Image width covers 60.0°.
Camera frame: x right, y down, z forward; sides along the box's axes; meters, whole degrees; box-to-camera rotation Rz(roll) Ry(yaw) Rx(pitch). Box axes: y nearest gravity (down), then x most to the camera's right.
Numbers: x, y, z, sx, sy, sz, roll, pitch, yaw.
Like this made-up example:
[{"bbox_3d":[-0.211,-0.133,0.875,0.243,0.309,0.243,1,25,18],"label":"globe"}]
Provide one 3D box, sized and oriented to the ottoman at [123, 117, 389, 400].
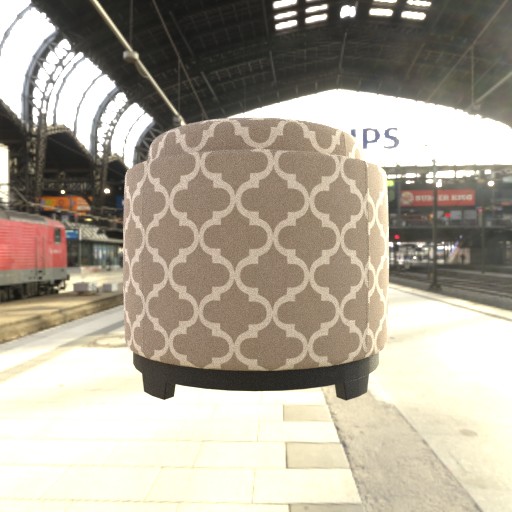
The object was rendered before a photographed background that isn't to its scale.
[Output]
[{"bbox_3d":[0.000,0.000,0.835,0.480,0.429,0.480,0,0,0],"label":"ottoman"}]
